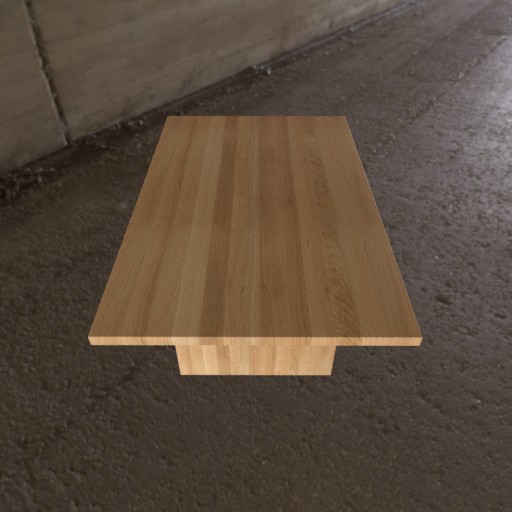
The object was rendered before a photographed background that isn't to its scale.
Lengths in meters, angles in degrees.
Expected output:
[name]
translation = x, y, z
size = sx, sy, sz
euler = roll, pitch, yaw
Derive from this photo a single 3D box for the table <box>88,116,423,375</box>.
[table]
translation = 0.000, 0.000, 1.507
size = 0.700, 0.510, 1.100
euler = 0, 41, 0
